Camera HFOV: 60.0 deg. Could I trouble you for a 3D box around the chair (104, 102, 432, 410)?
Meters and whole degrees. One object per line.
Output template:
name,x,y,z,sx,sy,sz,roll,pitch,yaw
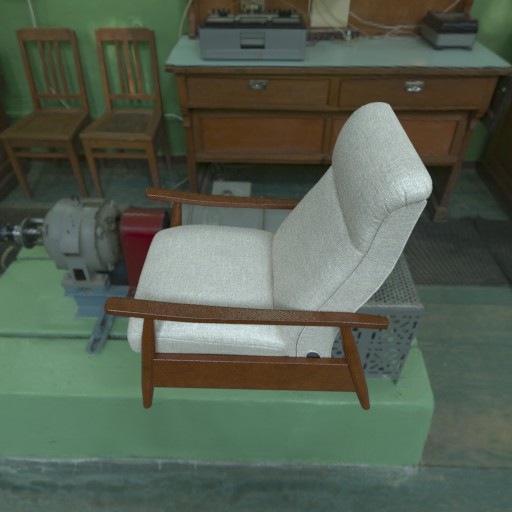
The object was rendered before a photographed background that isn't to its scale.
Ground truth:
chair,0.000,0.000,1.810,1.014,1.082,0.762,0,40,0
